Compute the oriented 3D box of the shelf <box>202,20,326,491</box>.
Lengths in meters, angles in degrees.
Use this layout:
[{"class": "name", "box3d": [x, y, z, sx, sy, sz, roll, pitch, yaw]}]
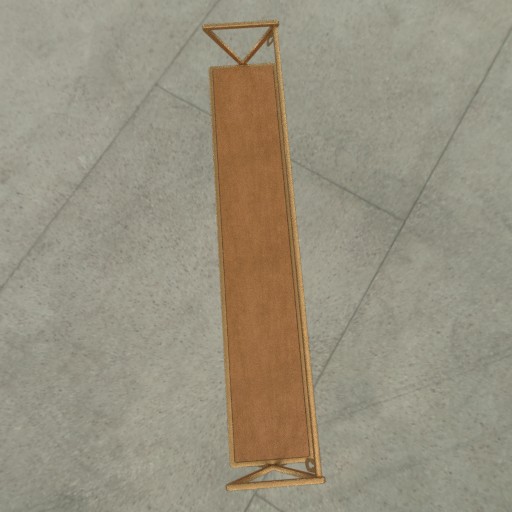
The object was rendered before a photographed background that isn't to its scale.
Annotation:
[{"class": "shelf", "box3d": [0.000, 0.000, 0.974, 0.150, 0.450, 0.822, -4, 76, -1]}]
